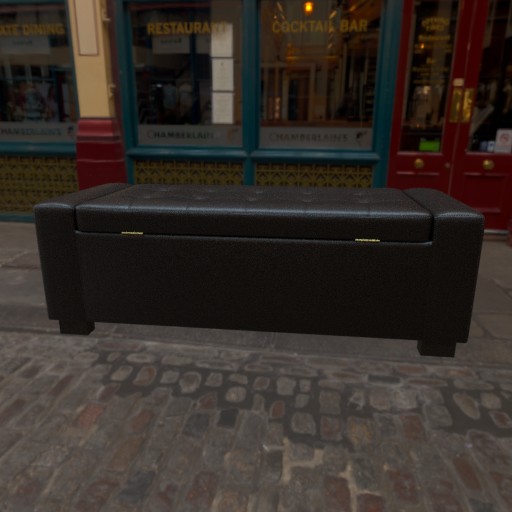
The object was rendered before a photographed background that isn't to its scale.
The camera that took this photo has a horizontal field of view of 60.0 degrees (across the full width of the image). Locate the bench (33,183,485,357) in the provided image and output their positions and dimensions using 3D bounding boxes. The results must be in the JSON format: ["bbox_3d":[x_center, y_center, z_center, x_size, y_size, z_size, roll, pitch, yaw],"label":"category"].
[{"bbox_3d":[0.000,0.000,1.539,1.296,0.445,0.508,2,17,7],"label":"bench"}]
